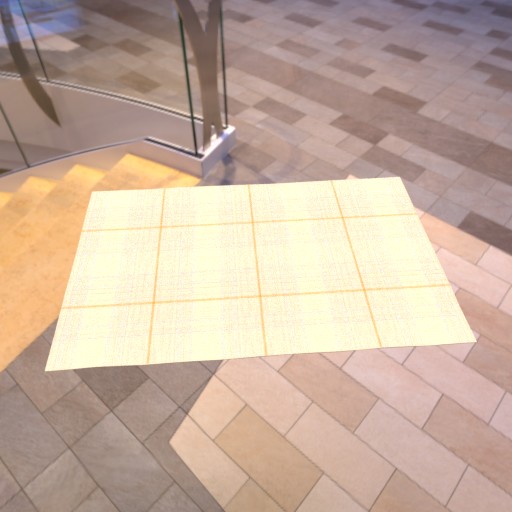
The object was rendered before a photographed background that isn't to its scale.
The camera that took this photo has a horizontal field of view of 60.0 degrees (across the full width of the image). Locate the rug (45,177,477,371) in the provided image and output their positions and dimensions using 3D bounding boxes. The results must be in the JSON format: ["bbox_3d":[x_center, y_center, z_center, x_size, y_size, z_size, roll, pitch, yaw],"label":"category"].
[{"bbox_3d":[0.000,0.000,3.003,2.442,0.016,1.527,-3,48,-3],"label":"rug"}]
